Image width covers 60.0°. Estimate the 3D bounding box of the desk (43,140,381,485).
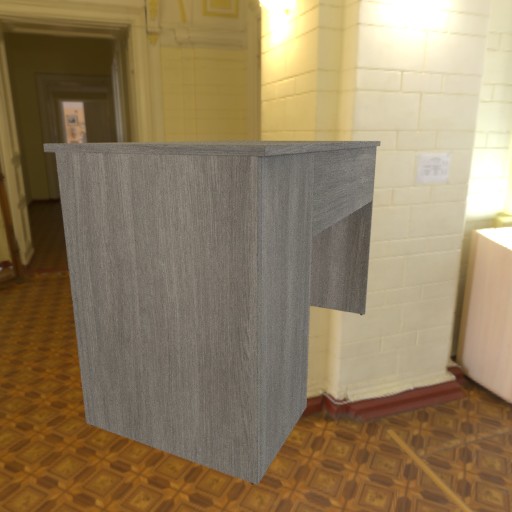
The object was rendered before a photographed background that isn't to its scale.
[{"bbox_3d":[0.000,0.000,1.475,0.560,0.735,1.097,7,17,25],"label":"desk"}]
